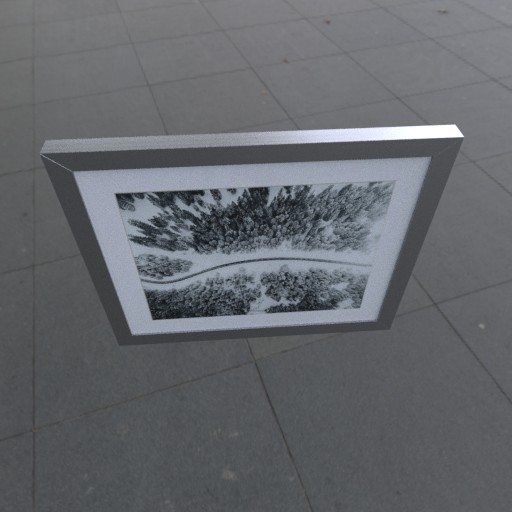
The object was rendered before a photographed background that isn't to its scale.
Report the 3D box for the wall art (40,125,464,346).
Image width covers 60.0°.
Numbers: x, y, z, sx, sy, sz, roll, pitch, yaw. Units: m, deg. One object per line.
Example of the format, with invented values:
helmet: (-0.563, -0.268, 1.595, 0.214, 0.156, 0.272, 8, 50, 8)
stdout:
wall art: (0.000, 0.000, 0.757, 0.557, 0.456, 0.032, -3, 47, -3)
